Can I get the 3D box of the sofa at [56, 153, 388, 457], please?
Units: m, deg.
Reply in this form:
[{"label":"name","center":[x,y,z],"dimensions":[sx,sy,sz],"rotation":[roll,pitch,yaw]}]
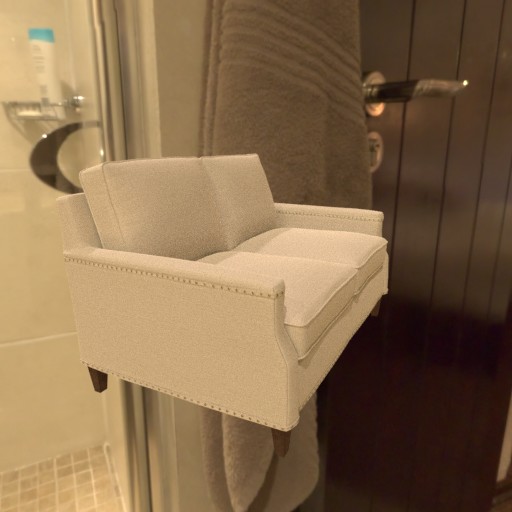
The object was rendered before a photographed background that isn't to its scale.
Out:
[{"label":"sofa","center":[0.000,0.000,2.285],"dimensions":[1.084,1.003,1.597],"rotation":[8,17,26]}]
